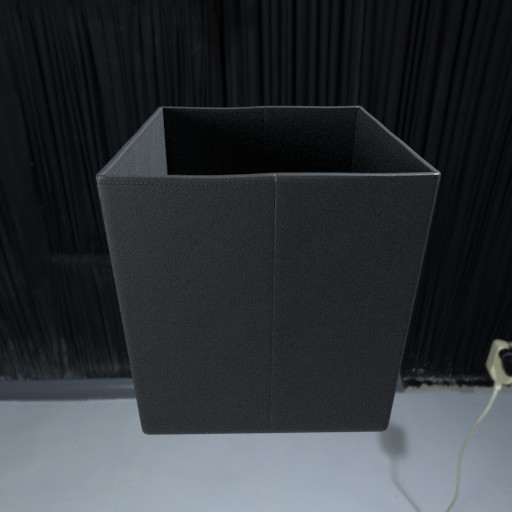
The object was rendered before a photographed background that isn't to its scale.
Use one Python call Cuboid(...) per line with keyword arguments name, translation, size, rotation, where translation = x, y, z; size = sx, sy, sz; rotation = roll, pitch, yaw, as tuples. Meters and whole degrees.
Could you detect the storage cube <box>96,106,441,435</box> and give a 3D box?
Cuboid(name="storage cube", translation=(0.000, 0.000, 0.503), size=(0.270, 0.280, 0.270), rotation=(0, 29, -1))
